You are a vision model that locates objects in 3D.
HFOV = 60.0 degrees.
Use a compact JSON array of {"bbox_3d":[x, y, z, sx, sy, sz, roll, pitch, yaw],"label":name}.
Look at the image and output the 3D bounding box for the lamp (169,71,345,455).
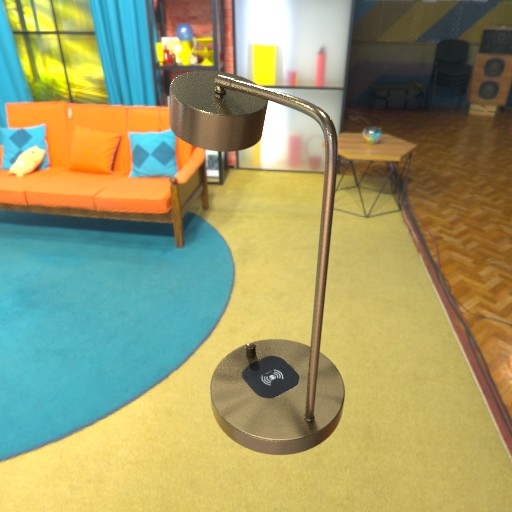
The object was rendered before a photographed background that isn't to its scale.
[{"bbox_3d":[0.000,0.000,0.519,0.171,0.380,0.270,-18,35,-28],"label":"lamp"}]
